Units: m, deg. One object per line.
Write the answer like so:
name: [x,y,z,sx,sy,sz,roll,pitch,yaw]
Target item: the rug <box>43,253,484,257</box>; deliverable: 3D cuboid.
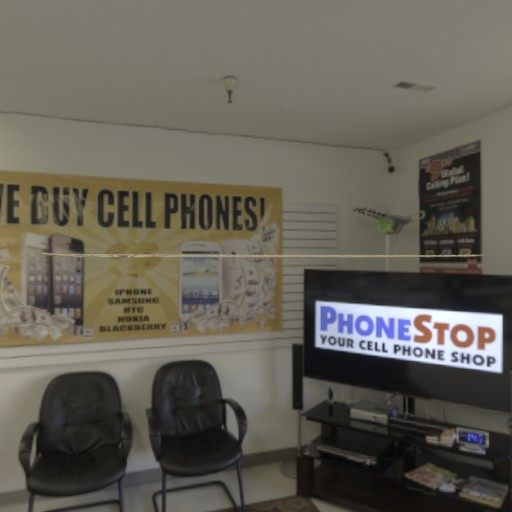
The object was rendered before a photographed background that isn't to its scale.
rug: [0.000,0.000,2.559,2.096,0.011,1.229,0,0,-16]
